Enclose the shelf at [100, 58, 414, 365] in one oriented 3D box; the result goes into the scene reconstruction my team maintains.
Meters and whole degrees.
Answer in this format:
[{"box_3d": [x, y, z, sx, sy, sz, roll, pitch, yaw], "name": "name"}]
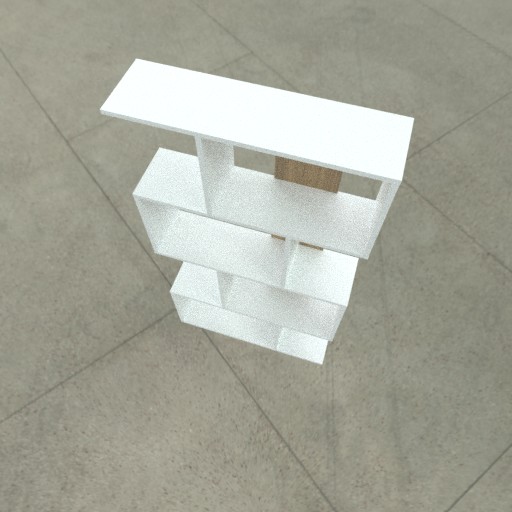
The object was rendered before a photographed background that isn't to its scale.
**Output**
[{"box_3d": [0.000, 0.000, 2.012, 0.890, 1.650, 0.250, 15, 61, 9], "name": "shelf"}]
